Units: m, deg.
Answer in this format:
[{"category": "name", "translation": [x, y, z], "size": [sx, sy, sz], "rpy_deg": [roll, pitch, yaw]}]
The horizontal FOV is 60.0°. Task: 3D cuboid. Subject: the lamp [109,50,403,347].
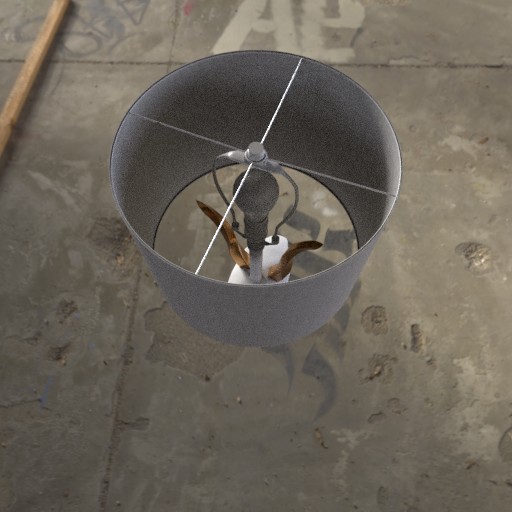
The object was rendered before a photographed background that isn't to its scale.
[{"category": "lamp", "translation": [0.000, 0.000, 0.675], "size": [0.298, 0.503, 0.298], "rpy_deg": [19, 66, 9]}]
